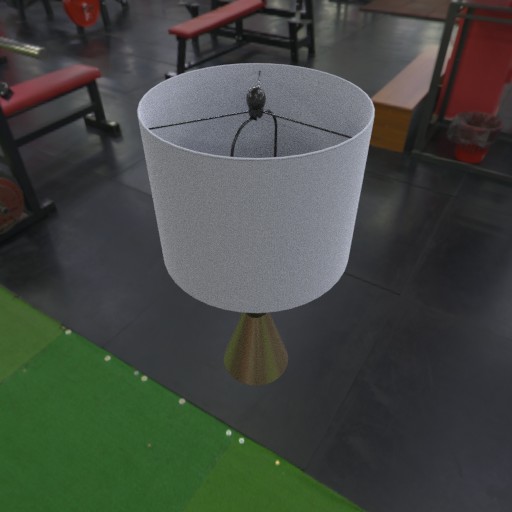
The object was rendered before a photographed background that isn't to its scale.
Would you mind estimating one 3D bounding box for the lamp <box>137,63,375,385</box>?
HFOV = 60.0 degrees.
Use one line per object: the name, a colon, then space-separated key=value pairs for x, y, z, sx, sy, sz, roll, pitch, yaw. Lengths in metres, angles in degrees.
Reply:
lamp: x=0.000 y=0.000 z=0.754 sx=0.304 sy=0.573 sz=0.304 roll=25 pitch=47 yaw=26
